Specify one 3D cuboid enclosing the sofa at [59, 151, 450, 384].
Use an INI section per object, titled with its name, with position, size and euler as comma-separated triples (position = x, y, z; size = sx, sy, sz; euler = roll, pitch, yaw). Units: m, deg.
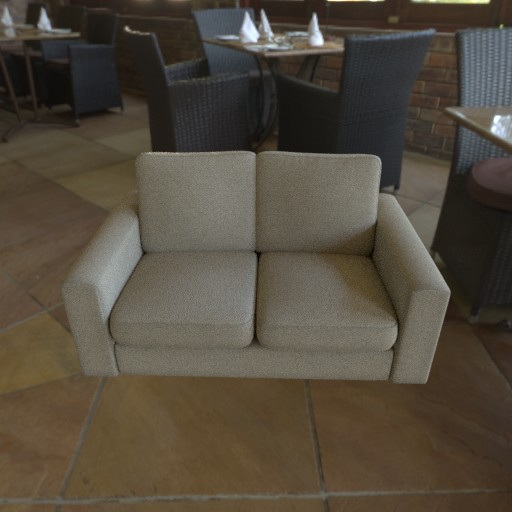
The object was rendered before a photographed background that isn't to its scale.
[sofa]
position = 0.000, 0.000, 2.264
size = 1.616, 0.873, 1.016
euler = 1, 31, 1
